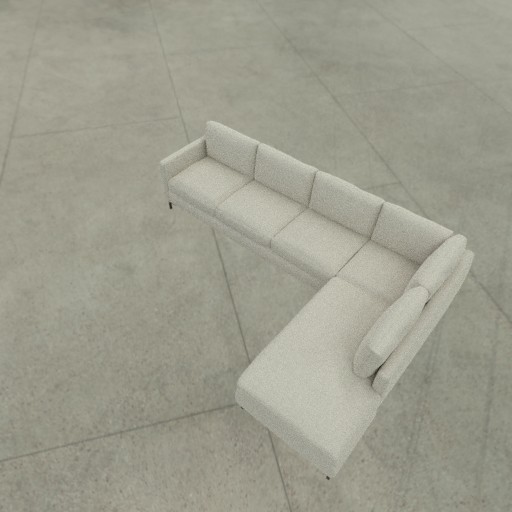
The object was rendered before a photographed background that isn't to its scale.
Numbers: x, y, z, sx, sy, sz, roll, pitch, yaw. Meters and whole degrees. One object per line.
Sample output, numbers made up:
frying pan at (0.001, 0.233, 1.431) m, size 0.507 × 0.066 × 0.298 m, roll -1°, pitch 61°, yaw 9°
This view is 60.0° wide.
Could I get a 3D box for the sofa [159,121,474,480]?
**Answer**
sofa at (0.000, 0.000, 3.779) m, size 2.949 × 0.815 × 2.007 m, roll 31°, pitch 54°, yaw 26°
